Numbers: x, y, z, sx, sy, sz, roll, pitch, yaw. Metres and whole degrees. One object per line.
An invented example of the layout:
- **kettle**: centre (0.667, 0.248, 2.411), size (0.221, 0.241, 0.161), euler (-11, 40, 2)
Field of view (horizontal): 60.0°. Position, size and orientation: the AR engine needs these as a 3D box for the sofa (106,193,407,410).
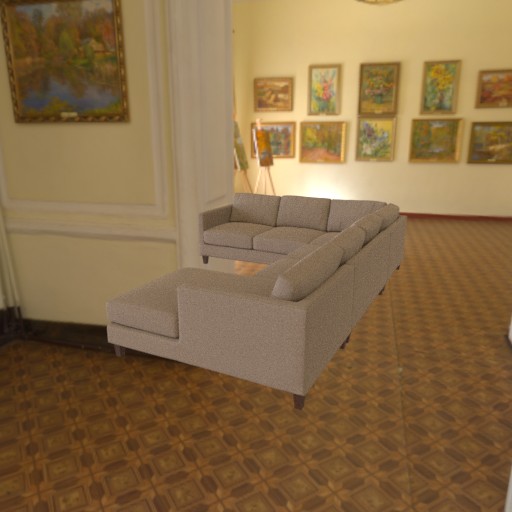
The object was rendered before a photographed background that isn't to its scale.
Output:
- **sofa**: centre (0.000, 0.000, 4.570), size (2.424, 0.865, 3.438), euler (8, 17, 26)
